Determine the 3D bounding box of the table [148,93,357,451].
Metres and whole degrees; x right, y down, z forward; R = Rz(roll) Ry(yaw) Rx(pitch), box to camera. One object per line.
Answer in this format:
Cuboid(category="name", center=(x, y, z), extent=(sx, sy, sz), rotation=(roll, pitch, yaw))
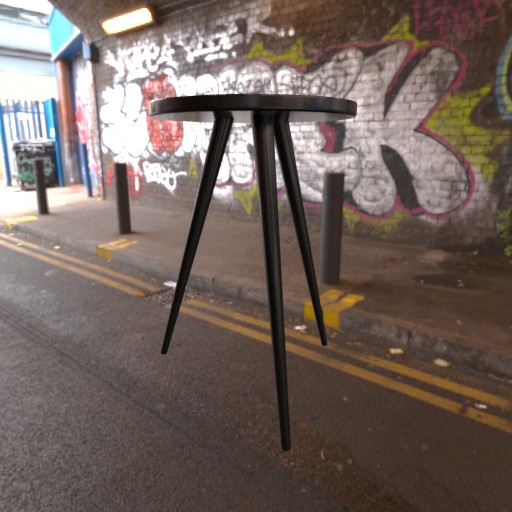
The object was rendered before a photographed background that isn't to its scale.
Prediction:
Cuboid(category="table", center=(0.000, 0.000, 0.843), extent=(0.403, 0.548, 0.415), rotation=(-2, 14, -8))
